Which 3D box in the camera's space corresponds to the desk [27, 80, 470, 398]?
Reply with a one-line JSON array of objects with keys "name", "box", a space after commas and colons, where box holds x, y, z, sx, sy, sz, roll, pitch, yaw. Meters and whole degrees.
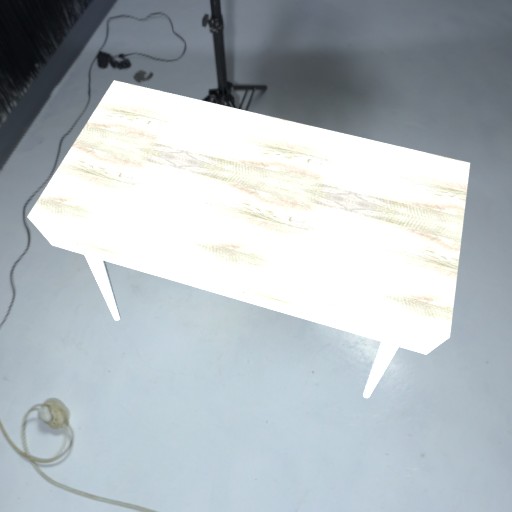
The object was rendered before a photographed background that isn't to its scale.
[{"name": "desk", "box": [0.000, 0.000, 1.398, 0.979, 0.723, 0.491, 15, 64, 8]}]
